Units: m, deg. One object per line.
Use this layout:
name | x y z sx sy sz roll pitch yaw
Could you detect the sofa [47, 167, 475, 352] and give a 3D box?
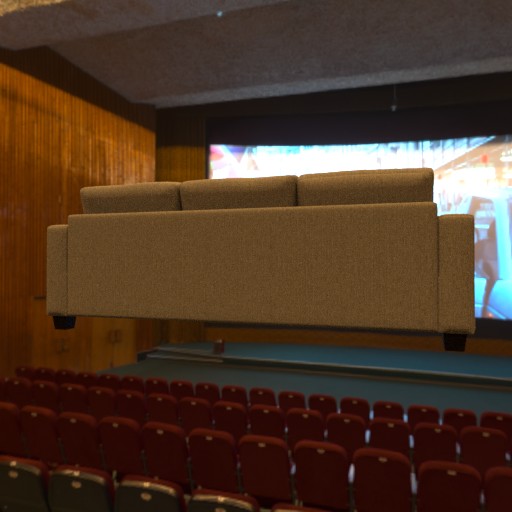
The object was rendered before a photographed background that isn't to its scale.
sofa | 0.000 0.000 2.508 2.120 0.800 0.900 0 -1 17
